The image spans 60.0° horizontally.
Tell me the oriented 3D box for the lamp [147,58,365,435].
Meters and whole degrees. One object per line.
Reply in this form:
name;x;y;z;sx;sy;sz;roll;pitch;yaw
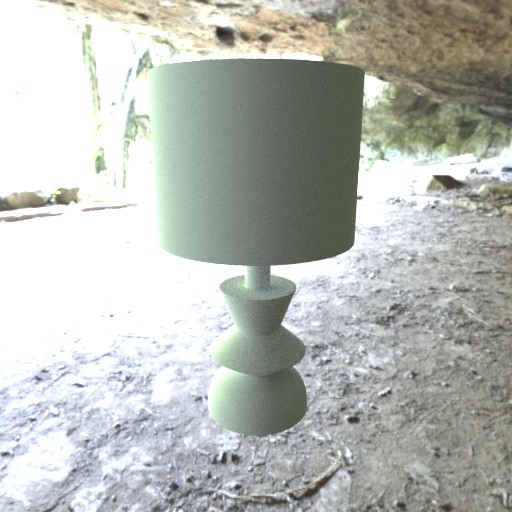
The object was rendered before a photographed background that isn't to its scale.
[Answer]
lamp;0.000;0.000;0.700;0.301;0.533;0.301;2;16;8
